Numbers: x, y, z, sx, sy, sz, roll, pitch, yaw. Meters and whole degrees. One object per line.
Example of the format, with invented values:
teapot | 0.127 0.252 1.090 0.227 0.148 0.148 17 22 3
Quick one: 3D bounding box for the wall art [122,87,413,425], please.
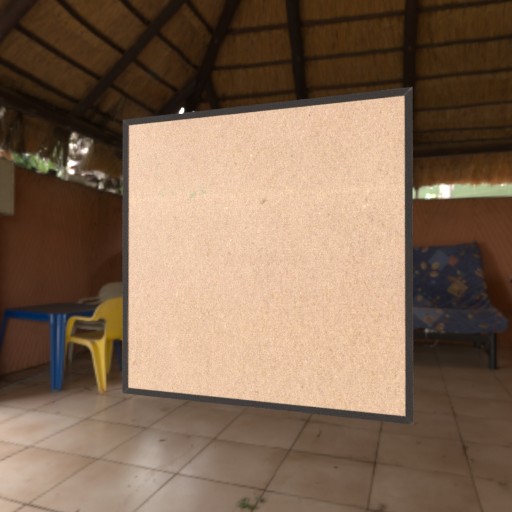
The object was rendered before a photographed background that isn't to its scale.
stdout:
wall art | 0.000 0.000 0.763 0.508 0.508 0.038 0 0 18
